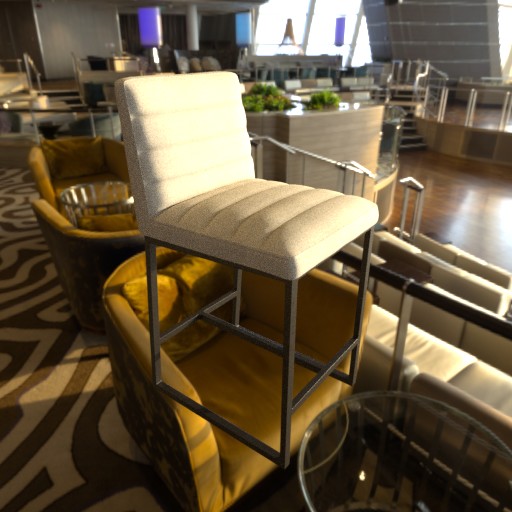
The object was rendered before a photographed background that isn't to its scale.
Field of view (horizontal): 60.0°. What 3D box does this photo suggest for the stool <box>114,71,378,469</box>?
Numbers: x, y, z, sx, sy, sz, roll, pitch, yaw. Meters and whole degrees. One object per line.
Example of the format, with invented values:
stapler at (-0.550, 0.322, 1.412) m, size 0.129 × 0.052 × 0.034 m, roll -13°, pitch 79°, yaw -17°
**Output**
stool at (0.000, 0.000, 1.295) m, size 0.567 × 0.971 × 0.459 m, roll 18°, pitch 31°, yaw 33°
